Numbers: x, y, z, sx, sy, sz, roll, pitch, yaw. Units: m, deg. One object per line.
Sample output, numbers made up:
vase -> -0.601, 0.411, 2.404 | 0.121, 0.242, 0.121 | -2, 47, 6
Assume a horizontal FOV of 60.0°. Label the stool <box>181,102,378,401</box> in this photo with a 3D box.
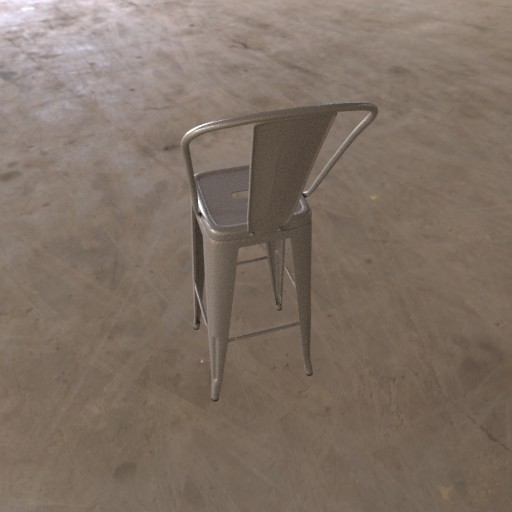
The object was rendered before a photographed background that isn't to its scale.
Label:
stool -> 0.000, 0.000, 1.303 | 0.399, 1.096, 0.513 | -11, 42, -13
